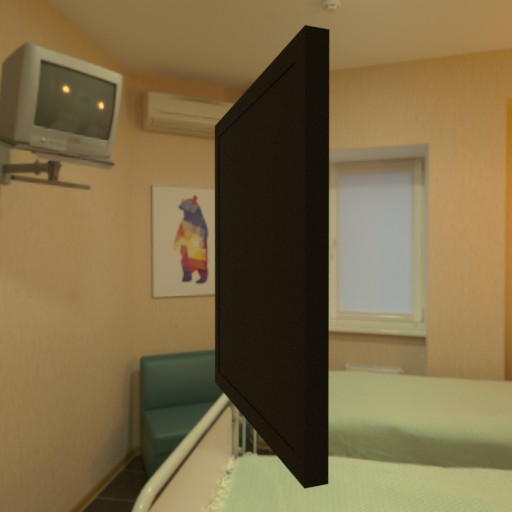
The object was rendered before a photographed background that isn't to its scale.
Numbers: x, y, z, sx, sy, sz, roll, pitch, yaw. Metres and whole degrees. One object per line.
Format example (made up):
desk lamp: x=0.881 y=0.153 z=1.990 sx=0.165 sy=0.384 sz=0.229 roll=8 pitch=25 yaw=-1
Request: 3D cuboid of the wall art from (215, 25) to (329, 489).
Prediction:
wall art: x=0.000 y=0.000 z=0.755 sx=0.033 sy=0.559 sz=0.457 roll=0 pitch=1 yaw=-19
